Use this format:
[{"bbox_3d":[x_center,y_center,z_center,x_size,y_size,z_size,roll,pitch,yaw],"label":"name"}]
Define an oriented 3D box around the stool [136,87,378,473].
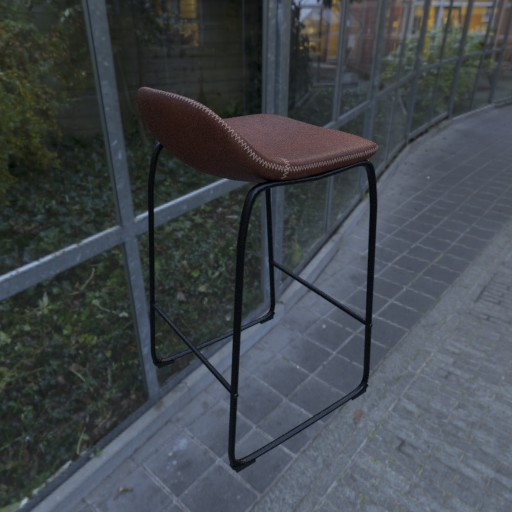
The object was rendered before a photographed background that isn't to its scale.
[{"bbox_3d":[0.000,0.000,1.123,0.473,0.830,0.454,-19,33,-31],"label":"stool"}]
